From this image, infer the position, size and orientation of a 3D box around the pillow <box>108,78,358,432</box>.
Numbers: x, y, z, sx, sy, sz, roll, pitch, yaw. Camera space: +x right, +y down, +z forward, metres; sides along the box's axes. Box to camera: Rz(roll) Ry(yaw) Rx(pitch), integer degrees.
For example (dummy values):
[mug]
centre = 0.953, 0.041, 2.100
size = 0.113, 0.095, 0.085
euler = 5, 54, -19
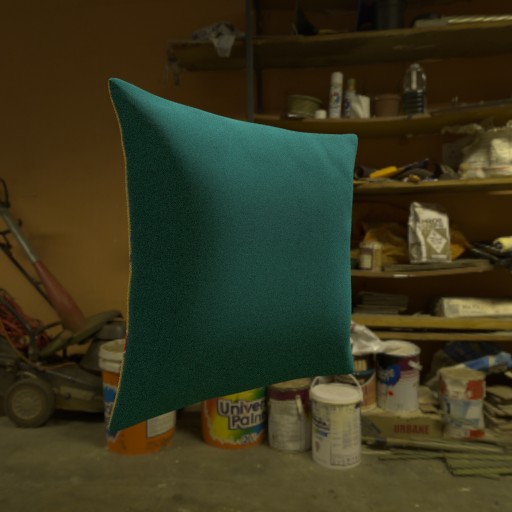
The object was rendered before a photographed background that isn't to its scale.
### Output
[pillow]
centre = 0.000, 0.000, 0.788
size = 0.525, 0.508, 0.166
euler = -1, 1, -37
